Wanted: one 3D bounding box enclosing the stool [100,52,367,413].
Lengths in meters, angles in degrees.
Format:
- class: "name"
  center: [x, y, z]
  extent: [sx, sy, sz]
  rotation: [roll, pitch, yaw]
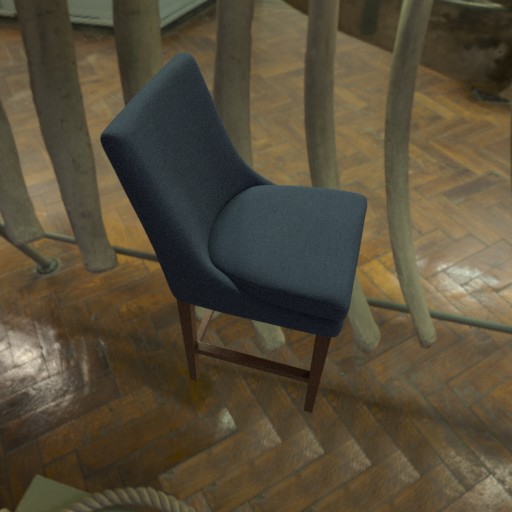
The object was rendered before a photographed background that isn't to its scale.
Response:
- class: "stool"
  center: [0.000, 0.000, 1.317]
  extent: [0.577, 0.981, 0.470]
  rotation: [12, 49, 11]
